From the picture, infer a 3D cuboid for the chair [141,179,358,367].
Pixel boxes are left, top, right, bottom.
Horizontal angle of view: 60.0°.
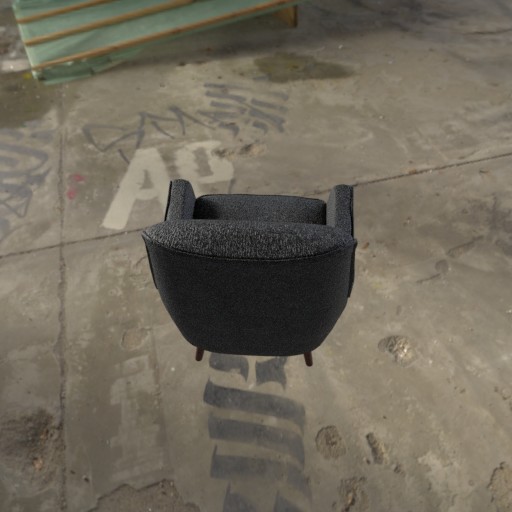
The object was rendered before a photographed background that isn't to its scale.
[{"bbox_3d":[0.000,0.000,1.580,0.763,0.883,0.859,2,46,2],"label":"chair"}]
